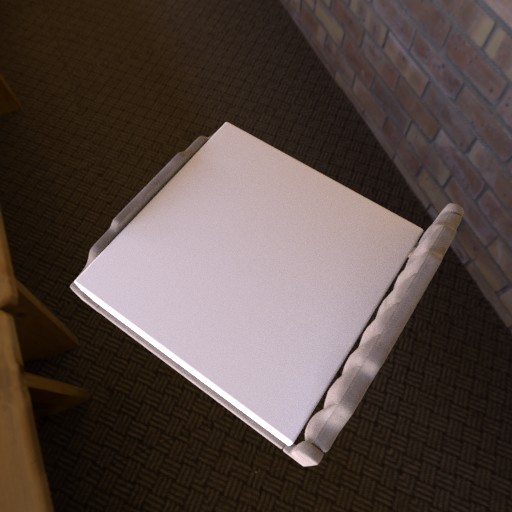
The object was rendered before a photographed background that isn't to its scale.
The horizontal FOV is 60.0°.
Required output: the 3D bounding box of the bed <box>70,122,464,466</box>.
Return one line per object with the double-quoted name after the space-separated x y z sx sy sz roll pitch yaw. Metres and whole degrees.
0.000 0.000 3.538 2.340 1.245 2.074 32 68 15 "bed"
